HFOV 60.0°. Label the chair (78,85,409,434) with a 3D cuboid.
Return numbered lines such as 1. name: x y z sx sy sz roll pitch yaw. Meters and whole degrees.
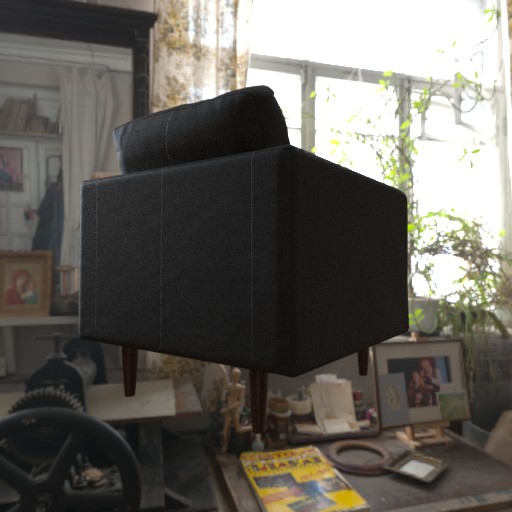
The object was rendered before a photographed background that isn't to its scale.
1. chair: 0.000 0.000 1.557 0.831 0.898 0.879 0 -1 36
